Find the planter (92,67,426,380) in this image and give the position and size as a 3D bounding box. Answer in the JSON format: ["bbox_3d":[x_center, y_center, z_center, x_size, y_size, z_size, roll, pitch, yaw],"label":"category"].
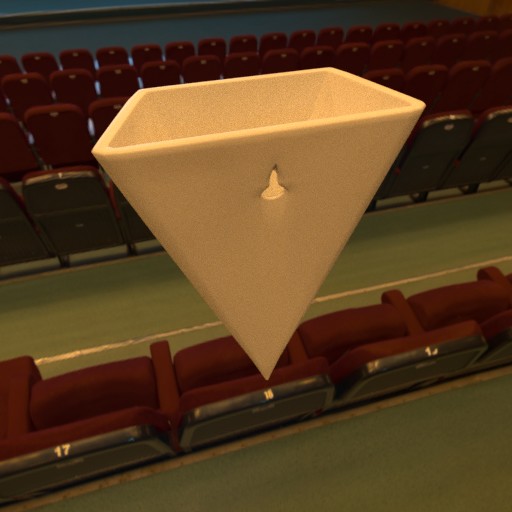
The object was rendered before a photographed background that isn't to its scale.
[{"bbox_3d":[0.000,0.000,0.274,0.150,0.197,0.060,-12,44,-12],"label":"planter"}]
